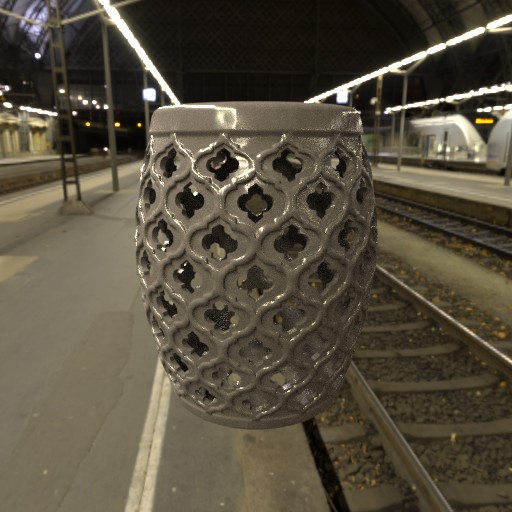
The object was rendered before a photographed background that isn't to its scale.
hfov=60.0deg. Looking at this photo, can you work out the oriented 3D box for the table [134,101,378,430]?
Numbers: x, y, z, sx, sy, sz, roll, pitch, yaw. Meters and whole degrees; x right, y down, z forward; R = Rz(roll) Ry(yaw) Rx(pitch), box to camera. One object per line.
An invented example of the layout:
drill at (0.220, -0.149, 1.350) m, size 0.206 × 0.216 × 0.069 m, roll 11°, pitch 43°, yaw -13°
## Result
table at (0.000, 0.000, 0.619) m, size 0.325 × 0.388 × 0.325 m, roll 0°, pitch 14°, yaw 0°
